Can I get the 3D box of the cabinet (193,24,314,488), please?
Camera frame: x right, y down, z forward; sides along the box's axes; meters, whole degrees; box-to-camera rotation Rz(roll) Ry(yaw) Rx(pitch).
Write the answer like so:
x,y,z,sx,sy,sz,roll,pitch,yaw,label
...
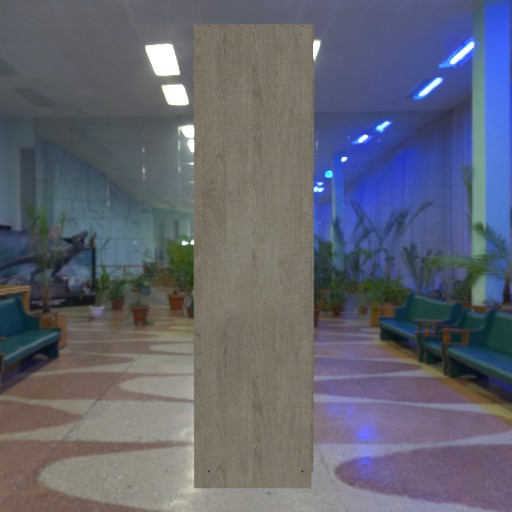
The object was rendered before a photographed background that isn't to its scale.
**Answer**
x,y,z,sx,sy,sz,roll,pitch,yaw,label
0.000,0.000,2.470,0.510,1.910,1.290,0,0,0,cabinet
